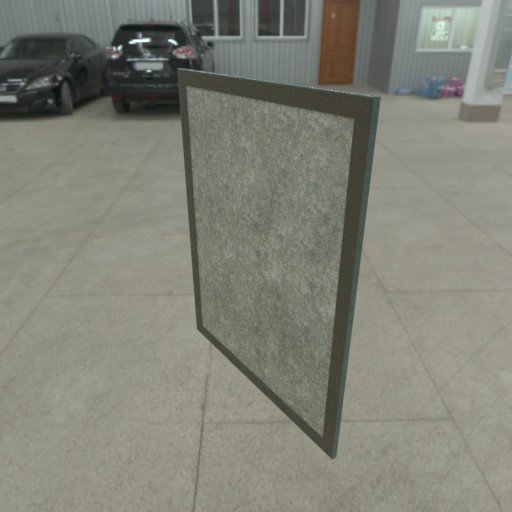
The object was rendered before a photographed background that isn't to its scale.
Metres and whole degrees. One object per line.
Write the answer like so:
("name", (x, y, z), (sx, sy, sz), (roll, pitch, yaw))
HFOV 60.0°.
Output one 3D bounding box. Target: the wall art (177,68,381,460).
("wall art", (0.000, 0.000, 1.319), (0.030, 0.983, 0.767), (-19, 33, -32))
